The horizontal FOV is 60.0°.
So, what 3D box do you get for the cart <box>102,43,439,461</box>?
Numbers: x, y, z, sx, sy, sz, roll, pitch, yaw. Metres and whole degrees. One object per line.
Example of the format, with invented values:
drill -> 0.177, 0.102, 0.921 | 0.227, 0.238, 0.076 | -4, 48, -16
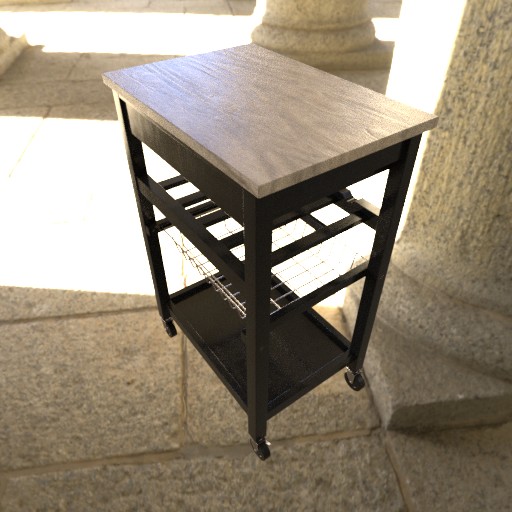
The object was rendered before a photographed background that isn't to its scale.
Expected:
cart -> 0.000, 0.000, 1.142 | 0.403, 0.839, 0.584 | -25, 46, -27
